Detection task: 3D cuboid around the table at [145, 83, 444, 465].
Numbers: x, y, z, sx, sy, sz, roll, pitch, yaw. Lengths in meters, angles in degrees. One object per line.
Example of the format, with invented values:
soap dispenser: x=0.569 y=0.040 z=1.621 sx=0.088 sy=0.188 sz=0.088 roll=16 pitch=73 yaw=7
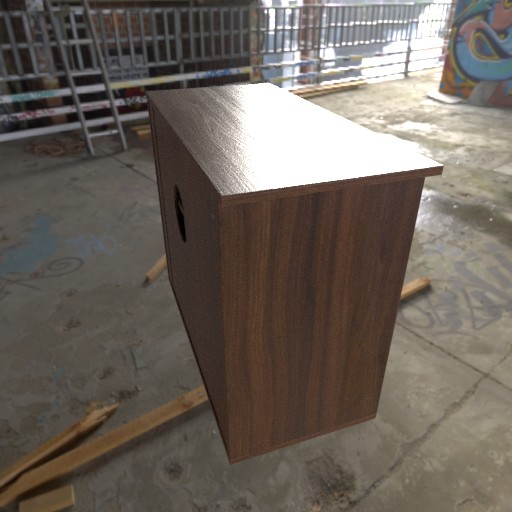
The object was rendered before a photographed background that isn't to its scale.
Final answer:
table: x=0.000 y=0.000 z=1.186 sx=0.390 sy=0.725 sz=0.802 roll=-10 pitch=32 yaw=-17
